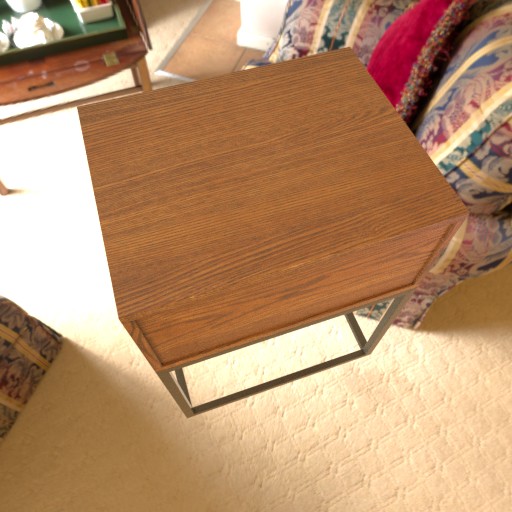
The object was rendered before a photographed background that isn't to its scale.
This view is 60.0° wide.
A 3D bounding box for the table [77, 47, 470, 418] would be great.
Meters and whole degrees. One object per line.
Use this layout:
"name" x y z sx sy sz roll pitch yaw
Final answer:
"table" 0.000 0.000 0.924 0.482 0.610 0.400 -16 61 -9
